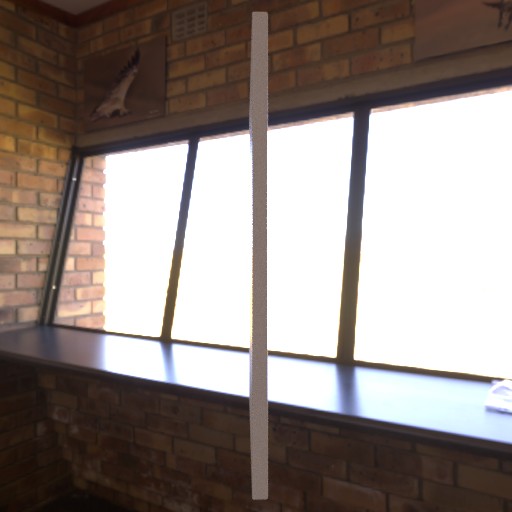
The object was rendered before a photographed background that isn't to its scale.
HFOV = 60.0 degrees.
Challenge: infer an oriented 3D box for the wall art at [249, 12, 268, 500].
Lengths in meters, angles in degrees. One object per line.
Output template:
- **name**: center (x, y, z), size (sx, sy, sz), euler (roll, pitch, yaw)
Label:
- **wall art**: center (0.000, 0.000, 1.476), size (0.038, 1.183, 0.808), euler (0, 0, -1)
